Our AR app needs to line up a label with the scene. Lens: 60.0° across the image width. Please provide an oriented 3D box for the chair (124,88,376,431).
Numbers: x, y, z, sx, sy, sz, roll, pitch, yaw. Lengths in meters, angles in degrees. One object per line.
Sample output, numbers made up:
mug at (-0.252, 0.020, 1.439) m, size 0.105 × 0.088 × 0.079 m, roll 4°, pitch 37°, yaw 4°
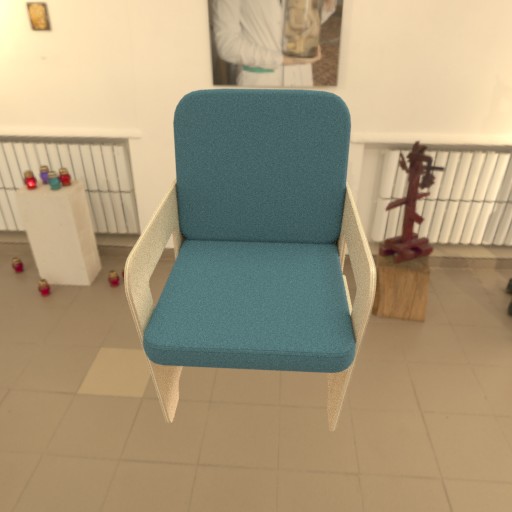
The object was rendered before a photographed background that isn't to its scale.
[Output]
chair at (0.000, 0.000, 1.185) m, size 0.547 × 0.747 × 0.657 m, roll 2°, pitch 31°, yaw 3°
